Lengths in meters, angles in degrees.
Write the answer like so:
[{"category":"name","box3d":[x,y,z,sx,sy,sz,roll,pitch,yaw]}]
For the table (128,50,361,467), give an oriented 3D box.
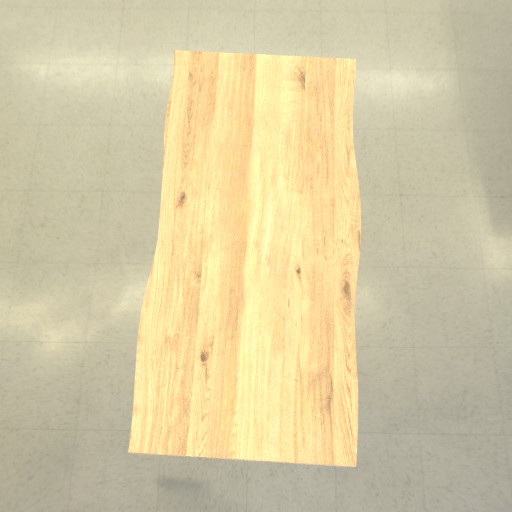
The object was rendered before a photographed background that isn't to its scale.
[{"category":"table","box3d":[0.000,0.000,2.261,0.900,0.780,1.800,3,75,1]}]
